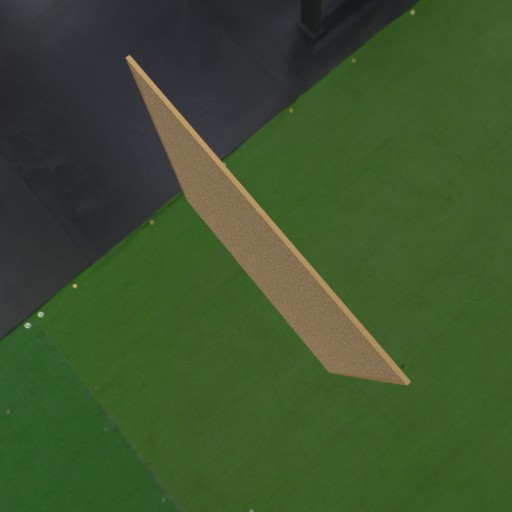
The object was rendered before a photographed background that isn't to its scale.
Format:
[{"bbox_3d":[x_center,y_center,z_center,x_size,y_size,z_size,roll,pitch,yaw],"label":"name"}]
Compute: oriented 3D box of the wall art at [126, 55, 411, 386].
[{"bbox_3d":[0.000,0.000,1.431,0.013,0.959,0.962,-38,80,-8],"label":"wall art"}]
